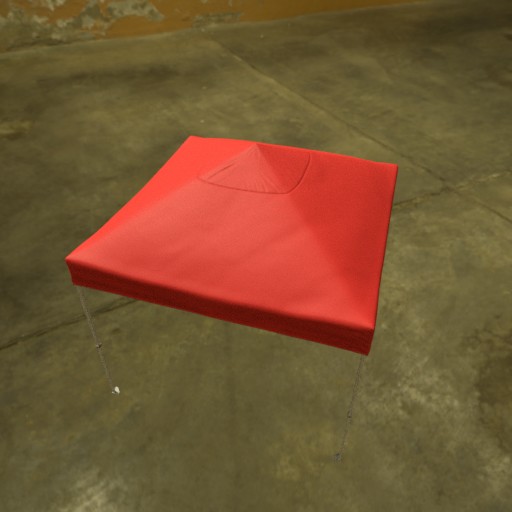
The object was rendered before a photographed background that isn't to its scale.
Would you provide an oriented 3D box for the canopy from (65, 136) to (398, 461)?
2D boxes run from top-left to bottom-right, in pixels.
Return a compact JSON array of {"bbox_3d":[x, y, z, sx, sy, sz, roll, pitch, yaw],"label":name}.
[{"bbox_3d":[0.000,0.000,5.527,2.996,2.997,2.998,11,41,14],"label":"canopy"}]
